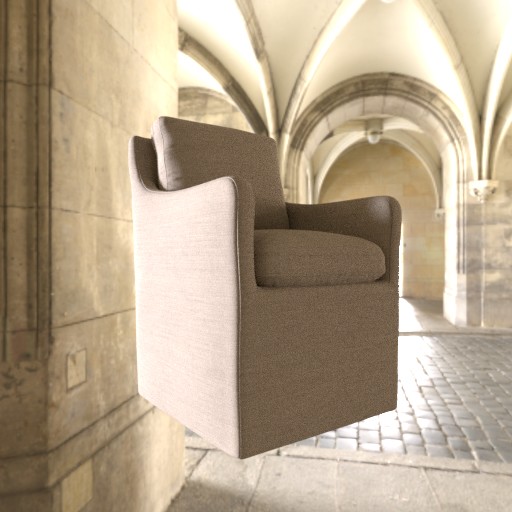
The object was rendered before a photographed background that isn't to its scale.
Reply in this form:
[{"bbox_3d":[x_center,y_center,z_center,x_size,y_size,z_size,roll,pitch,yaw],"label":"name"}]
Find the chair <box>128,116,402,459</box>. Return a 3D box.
[{"bbox_3d":[0.000,0.000,1.405,0.626,0.914,0.694,0,0,-36],"label":"chair"}]
